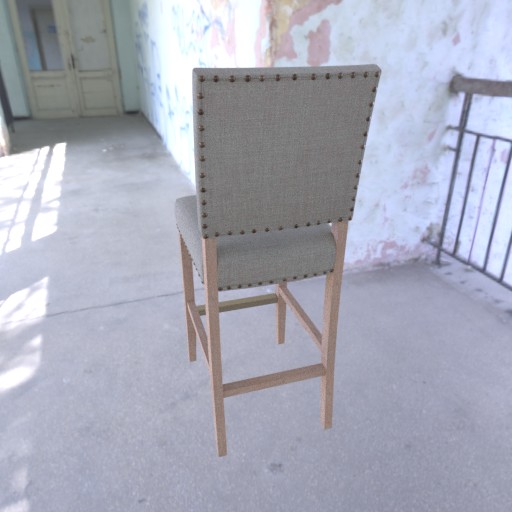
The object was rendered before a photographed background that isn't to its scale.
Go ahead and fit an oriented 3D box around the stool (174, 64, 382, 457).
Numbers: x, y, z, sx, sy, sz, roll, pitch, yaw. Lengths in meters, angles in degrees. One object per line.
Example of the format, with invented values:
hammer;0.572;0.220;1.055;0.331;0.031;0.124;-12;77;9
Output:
stool;0.000;0.000;1.451;0.445;1.173;0.585;-8;28;-15
